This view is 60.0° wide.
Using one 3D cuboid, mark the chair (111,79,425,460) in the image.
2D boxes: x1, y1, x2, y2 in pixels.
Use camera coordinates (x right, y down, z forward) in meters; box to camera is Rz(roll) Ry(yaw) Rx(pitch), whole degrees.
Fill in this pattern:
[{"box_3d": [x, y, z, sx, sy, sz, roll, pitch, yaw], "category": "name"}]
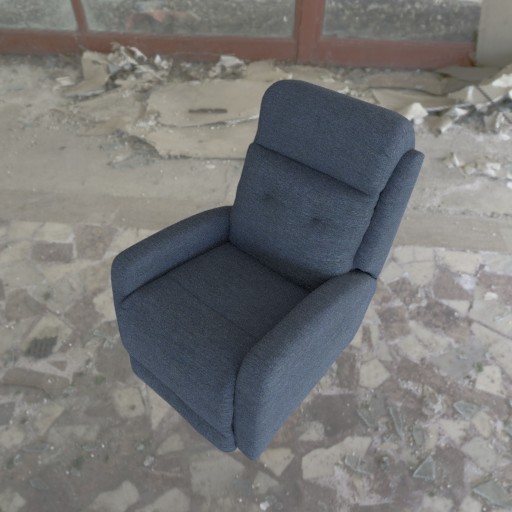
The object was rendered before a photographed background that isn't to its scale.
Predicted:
[{"box_3d": [0.000, 0.000, 1.698, 0.798, 1.013, 1.043, 32, 53, 28], "category": "chair"}]
